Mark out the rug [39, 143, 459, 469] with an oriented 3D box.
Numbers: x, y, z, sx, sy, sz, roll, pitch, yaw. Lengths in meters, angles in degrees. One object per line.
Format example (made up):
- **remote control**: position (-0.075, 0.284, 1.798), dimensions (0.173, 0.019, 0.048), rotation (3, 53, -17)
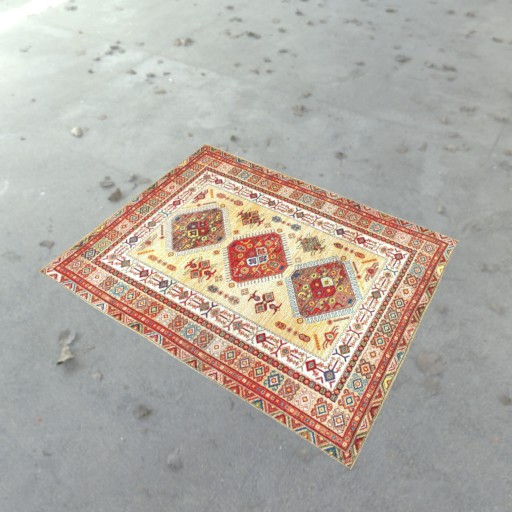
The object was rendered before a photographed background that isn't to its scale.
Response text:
- **rug**: position (0.000, 0.000, 4.108), dimensions (3.067, 0.005, 2.460), rotation (26, 52, 22)
